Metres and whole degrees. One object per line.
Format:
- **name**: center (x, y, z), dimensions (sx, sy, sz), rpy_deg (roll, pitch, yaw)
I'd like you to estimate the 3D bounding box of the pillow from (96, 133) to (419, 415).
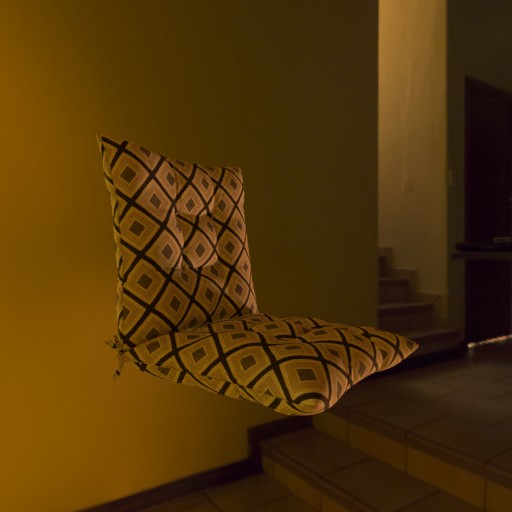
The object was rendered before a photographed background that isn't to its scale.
- **pillow**: center (0.000, 0.000, 1.011), dimensions (0.585, 0.536, 0.541), rpy_deg (0, 0, 36)
